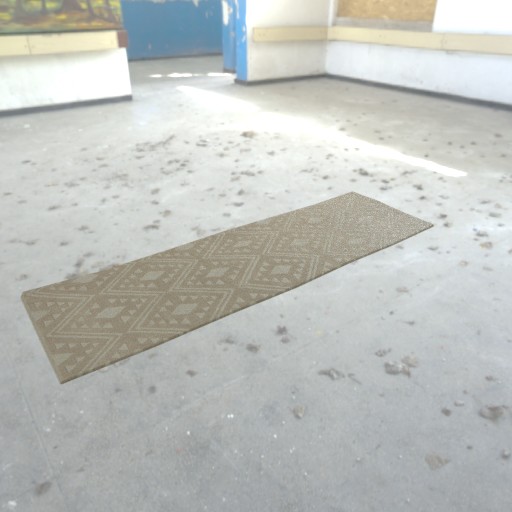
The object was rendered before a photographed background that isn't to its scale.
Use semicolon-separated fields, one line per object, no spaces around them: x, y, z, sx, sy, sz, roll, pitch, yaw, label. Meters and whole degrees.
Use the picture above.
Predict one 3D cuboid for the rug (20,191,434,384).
0.000;0.000;2.636;2.452;0.051;0.752;-20;36;-31;rug
